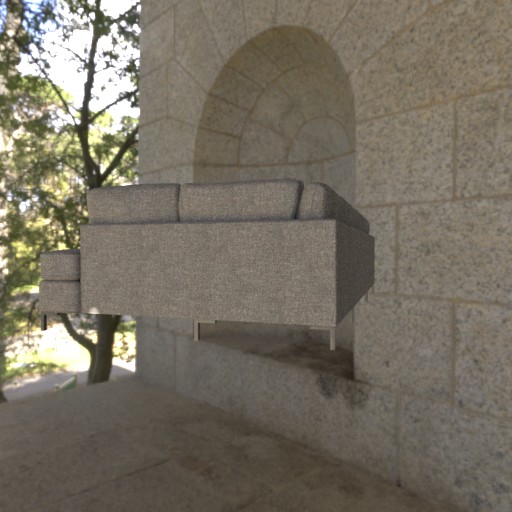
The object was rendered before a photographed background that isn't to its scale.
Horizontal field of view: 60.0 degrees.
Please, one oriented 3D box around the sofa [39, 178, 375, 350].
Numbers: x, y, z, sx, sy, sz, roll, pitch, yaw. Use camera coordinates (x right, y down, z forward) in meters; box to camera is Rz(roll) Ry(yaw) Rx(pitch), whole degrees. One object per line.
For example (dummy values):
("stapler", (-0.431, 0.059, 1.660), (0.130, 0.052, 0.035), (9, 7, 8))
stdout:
("sofa", (0.000, 0.000, 4.341), (2.048, 0.999, 3.423), (0, 1, 18))
